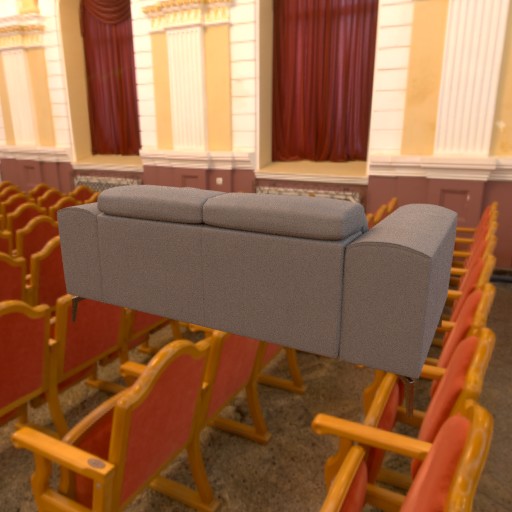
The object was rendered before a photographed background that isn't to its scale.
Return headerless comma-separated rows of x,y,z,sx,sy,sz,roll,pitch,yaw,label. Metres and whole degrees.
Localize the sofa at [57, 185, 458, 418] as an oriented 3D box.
0.000,0.000,2.382,1.895,0.779,1.003,8,18,27,sofa
